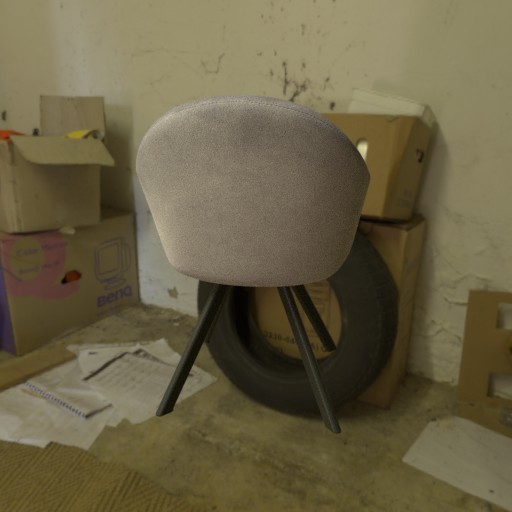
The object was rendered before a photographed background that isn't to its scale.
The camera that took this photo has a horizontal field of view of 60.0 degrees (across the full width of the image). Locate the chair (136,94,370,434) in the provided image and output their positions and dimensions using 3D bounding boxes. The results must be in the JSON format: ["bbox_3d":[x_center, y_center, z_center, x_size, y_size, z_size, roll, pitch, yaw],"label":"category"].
[{"bbox_3d":[0.000,0.000,1.180,0.570,0.780,0.540,2,17,8],"label":"chair"}]
